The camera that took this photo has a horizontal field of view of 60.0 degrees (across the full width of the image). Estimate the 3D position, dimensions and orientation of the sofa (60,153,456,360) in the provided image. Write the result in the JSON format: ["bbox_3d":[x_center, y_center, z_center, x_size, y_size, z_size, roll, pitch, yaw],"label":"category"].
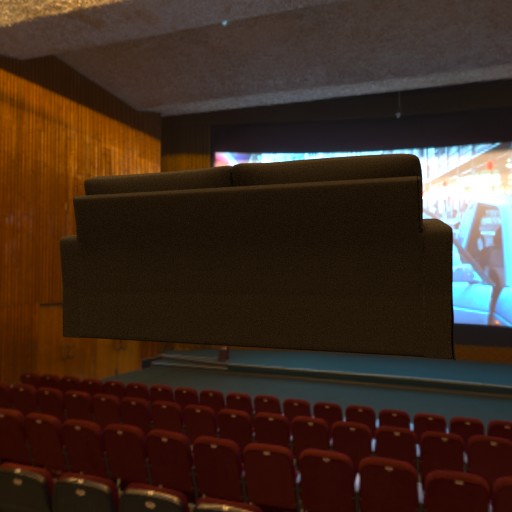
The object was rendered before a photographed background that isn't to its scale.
[{"bbox_3d":[0.000,0.000,2.346,1.852,0.839,0.898,0,-2,18],"label":"sofa"}]
